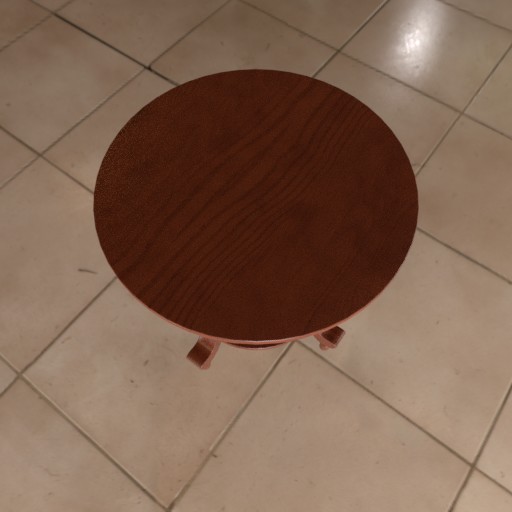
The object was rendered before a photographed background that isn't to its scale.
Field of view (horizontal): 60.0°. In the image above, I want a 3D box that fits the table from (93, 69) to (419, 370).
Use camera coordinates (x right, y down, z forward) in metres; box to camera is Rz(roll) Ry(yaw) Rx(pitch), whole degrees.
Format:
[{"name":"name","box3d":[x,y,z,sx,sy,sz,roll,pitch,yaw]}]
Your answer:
[{"name":"table","box3d":[0.000,0.000,1.095,0.597,0.612,0.597,0,64,0]}]
